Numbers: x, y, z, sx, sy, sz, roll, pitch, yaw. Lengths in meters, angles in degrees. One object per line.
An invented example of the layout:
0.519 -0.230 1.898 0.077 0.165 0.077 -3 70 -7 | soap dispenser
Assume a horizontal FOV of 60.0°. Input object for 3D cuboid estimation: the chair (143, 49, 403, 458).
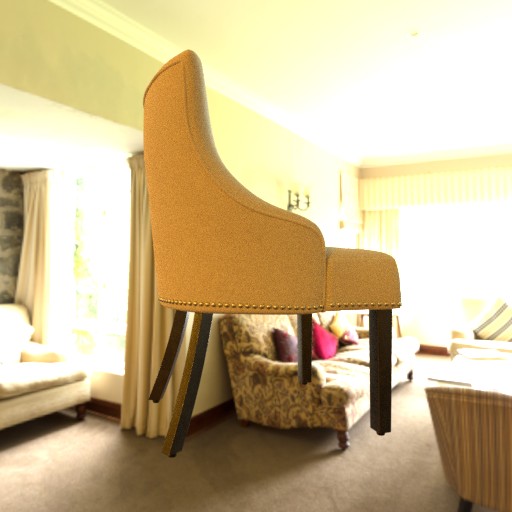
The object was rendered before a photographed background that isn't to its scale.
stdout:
0.000 0.000 1.275 0.629 0.909 0.566 0 0 -18 | chair
